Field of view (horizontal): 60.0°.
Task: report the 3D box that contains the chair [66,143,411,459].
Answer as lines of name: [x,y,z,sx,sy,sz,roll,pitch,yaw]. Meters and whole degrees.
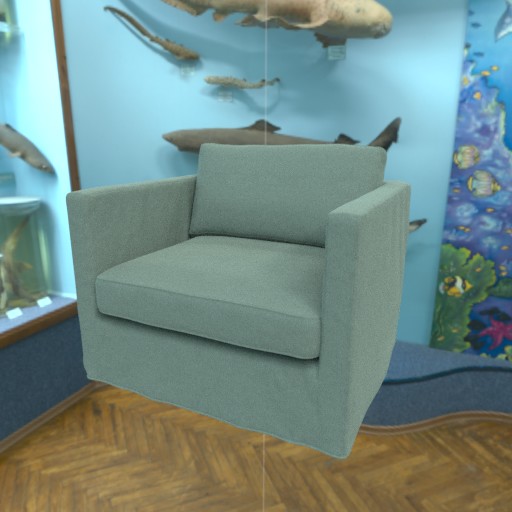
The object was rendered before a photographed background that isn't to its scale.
chair: [0.000,0.000,1.766,1.057,0.863,0.949,7,17,25]
